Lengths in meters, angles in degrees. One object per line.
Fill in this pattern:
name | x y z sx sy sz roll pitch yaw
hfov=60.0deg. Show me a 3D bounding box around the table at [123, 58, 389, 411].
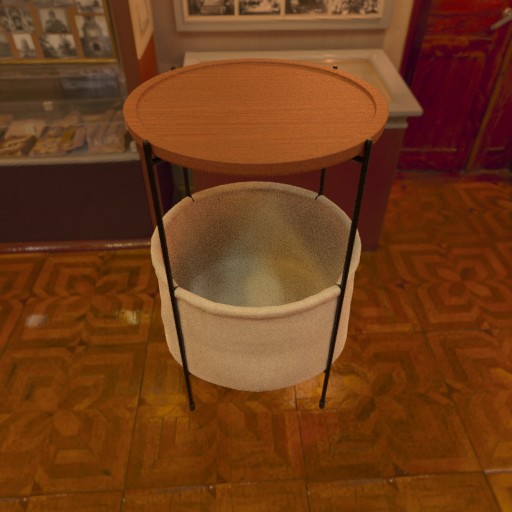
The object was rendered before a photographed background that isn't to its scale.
table | 0.000 0.000 0.861 0.393 0.623 0.393 -1 41 -1
